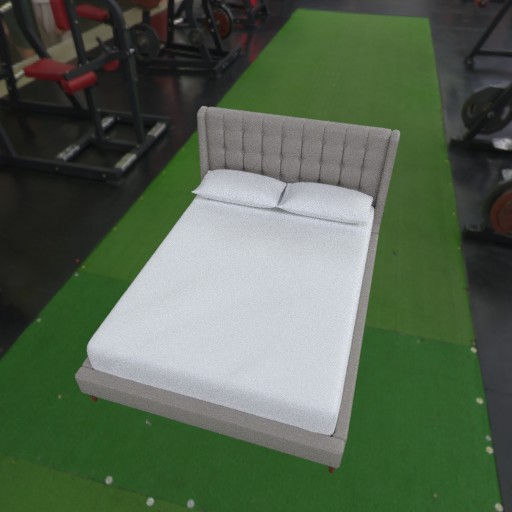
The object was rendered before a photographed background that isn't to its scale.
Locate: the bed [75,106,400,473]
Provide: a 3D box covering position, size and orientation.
[{"bbox_3d":[0.000,0.000,3.156,1.656,1.147,2.232,11,42,13],"label":"bed"}]
